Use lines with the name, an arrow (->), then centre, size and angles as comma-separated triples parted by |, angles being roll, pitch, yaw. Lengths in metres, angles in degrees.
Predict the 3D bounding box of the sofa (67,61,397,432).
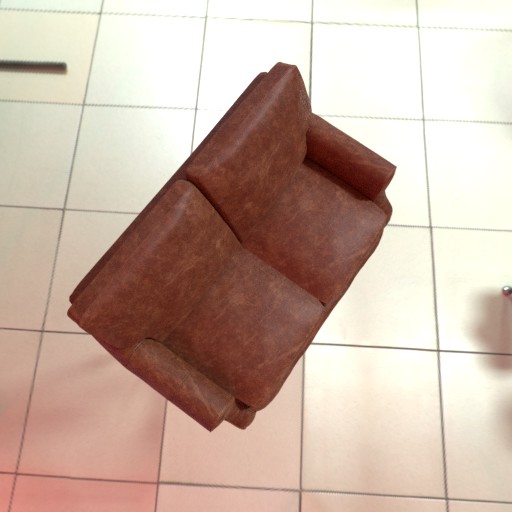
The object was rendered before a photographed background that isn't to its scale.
sofa -> 0.000, 0.000, 2.283 | 0.990, 0.967, 1.616 | 35, 77, 9
